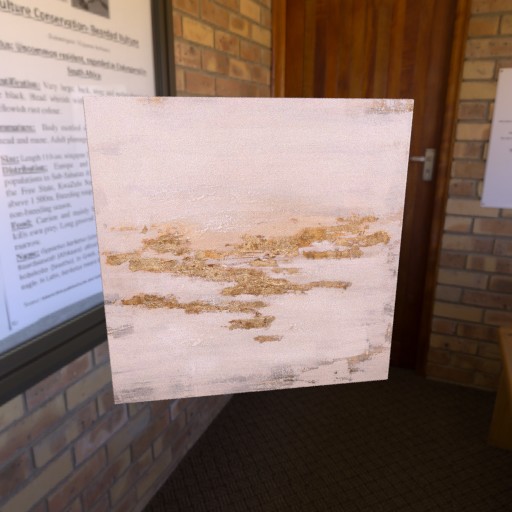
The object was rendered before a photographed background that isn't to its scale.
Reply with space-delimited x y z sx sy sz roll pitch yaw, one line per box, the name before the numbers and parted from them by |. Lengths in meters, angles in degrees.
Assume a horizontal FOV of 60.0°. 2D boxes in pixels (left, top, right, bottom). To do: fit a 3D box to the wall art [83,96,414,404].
wall art | 0.000 0.000 0.912 0.611 0.613 0.040 -3 17 -9
